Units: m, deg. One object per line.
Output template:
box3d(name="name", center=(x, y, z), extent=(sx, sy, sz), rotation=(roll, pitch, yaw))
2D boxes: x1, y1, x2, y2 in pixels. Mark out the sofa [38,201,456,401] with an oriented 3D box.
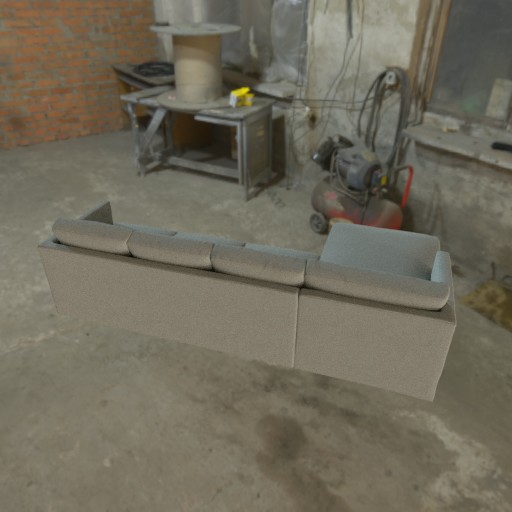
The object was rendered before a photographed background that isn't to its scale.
box3d(name="sofa", center=(0.000, 0.000, 3.962), extent=(3.205, 0.922, 1.650), rotation=(10, 33, 15))
